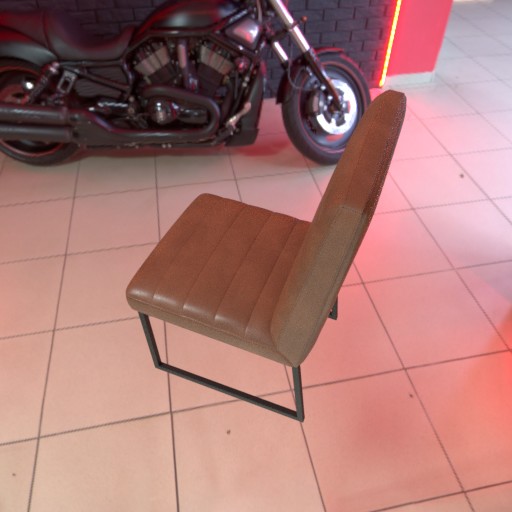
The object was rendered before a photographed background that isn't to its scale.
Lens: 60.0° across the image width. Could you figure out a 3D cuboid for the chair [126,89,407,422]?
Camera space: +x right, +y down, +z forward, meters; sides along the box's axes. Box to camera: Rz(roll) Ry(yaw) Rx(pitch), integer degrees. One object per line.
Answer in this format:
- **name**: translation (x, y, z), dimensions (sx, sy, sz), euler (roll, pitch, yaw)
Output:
- **chair**: translation (0.000, 0.000, 1.336), dimensions (0.634, 0.930, 0.520), euler (16, 47, 15)
